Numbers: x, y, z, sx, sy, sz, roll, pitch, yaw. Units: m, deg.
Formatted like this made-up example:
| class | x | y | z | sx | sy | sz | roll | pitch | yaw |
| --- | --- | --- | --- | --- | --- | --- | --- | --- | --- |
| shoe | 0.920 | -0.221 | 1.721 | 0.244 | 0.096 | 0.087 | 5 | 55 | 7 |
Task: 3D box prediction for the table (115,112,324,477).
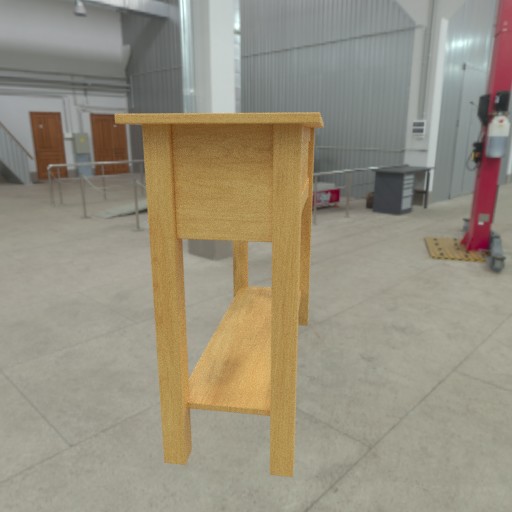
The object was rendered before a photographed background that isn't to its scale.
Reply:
| class | x | y | z | sx | sy | sz | roll | pitch | yaw |
| --- | --- | --- | --- | --- | --- | --- | --- | --- | --- |
| table | 0.000 | 0.000 | 1.239 | 0.340 | 0.728 | 0.900 | 2 | 16 | 8 |
